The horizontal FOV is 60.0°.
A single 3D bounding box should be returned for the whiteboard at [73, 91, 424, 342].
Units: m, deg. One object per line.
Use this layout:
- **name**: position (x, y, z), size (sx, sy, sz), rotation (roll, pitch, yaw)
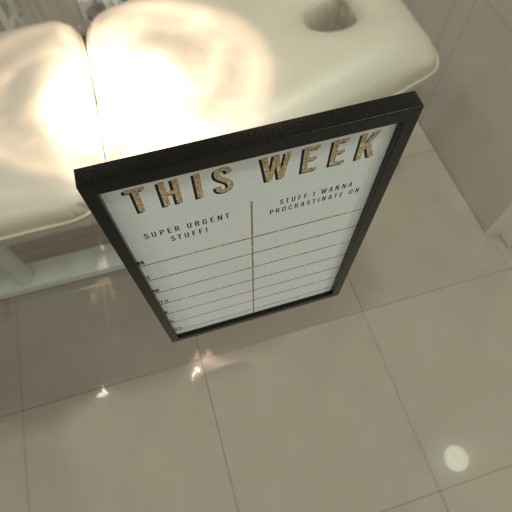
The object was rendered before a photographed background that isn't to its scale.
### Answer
- **whiteboard**: position (0.000, 0.000, 0.774), size (0.406, 0.611, 0.026), rotation (-15, 65, -7)
